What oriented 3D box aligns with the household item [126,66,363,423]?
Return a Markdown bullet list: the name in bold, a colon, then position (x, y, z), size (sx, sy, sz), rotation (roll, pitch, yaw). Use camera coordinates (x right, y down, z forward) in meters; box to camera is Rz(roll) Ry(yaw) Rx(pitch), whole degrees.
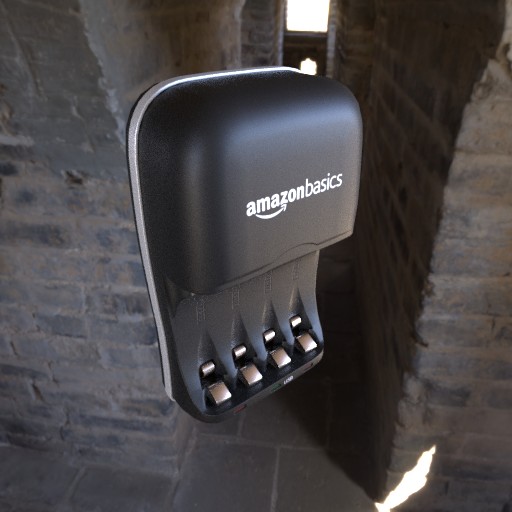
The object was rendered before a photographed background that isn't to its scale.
- **household item**: position (0.000, 0.000, 0.149), size (0.070, 0.114, 0.038), rotation (-22, 37, -32)
